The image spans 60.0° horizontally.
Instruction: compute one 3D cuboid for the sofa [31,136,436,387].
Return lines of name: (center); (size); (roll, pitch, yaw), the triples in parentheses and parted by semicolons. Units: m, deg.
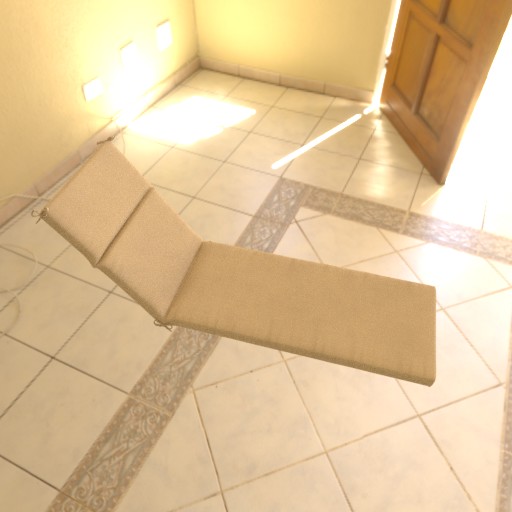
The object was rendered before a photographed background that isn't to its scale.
sofa: (0.000, 0.000, 1.932); (1.663, 0.622, 0.582); (11, 48, 10)
